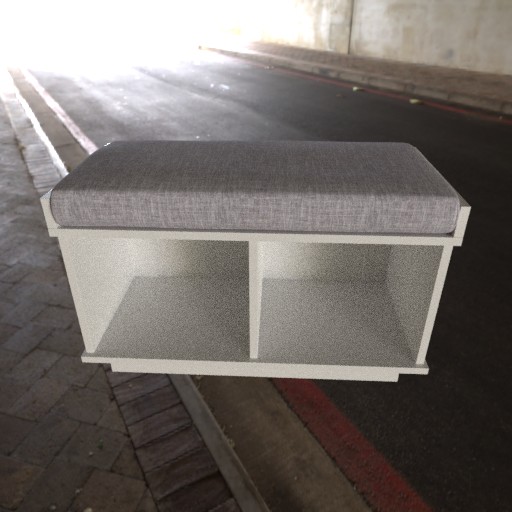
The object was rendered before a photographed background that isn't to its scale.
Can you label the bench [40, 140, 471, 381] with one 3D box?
[{"bbox_3d":[0.000,0.000,1.001,0.734,0.461,0.362,1,30,2],"label":"bench"}]
